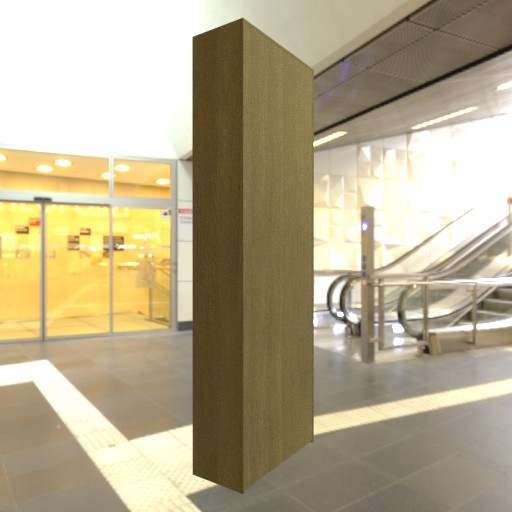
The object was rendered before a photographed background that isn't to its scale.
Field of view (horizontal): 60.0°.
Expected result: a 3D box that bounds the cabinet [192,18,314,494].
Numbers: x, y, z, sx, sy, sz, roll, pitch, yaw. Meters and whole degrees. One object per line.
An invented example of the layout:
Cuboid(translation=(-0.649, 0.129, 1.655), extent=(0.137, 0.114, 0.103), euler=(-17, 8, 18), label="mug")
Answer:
Cuboid(translation=(0.000, 0.000, 1.802), extent=(0.255, 1.630, 0.520), euler=(0, 0, 35), label="cabinet")
